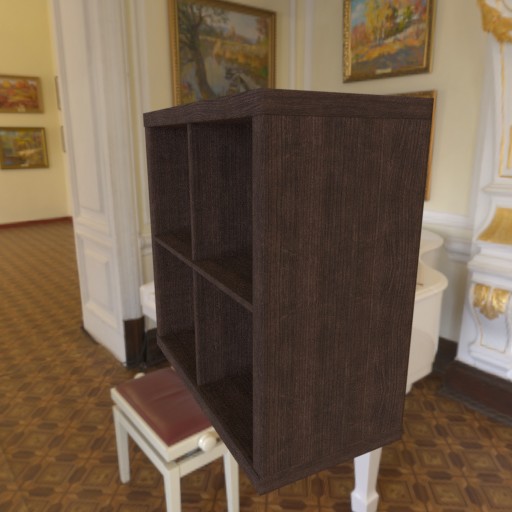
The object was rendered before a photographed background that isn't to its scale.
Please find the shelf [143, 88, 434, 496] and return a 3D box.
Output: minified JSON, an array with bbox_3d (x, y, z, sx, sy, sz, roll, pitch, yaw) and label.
[{"bbox_3d":[0.000,0.000,1.234,0.390,0.786,0.790,-7,16,-26],"label":"shelf"}]
